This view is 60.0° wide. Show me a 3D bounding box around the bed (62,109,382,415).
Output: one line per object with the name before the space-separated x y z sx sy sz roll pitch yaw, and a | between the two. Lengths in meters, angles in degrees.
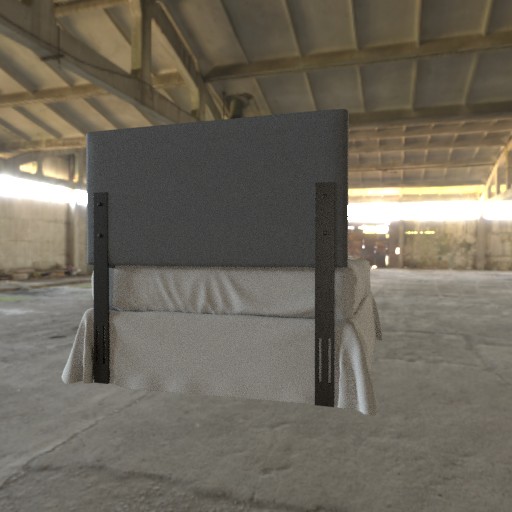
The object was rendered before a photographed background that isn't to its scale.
bed | 0.000 0.000 3.527 1.936 1.577 2.222 0 1 17
